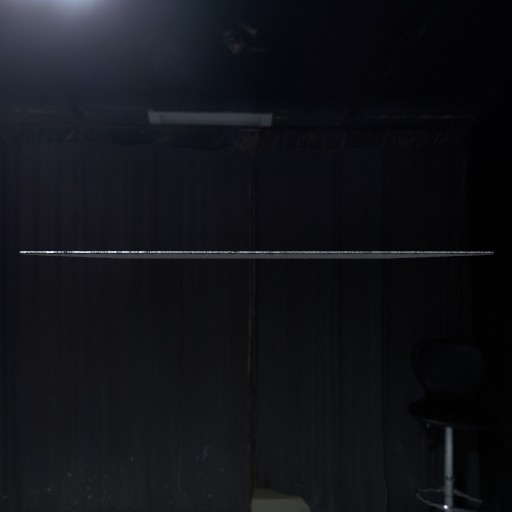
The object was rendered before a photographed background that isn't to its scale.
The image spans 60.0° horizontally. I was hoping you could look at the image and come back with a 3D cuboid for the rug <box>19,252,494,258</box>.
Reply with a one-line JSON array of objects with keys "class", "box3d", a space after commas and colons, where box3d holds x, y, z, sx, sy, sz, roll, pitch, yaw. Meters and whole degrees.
[{"class": "rug", "box3d": [0.000, 0.000, 2.930, 2.261, 0.013, 1.676, 0, -1, -1]}]
